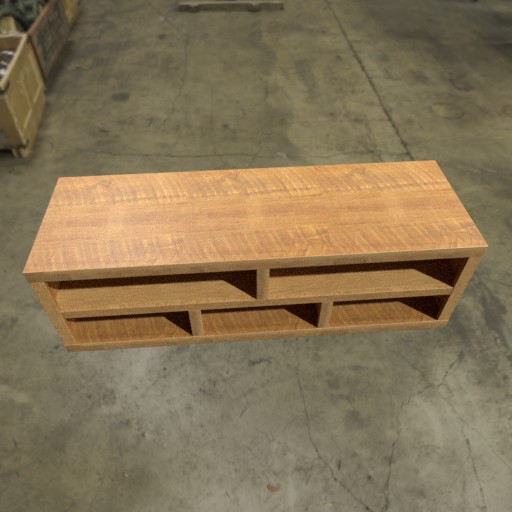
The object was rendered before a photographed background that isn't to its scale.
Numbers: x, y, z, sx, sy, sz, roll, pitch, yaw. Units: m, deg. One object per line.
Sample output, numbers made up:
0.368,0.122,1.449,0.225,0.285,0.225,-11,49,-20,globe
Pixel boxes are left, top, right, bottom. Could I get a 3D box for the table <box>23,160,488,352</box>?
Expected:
0.000,0.000,1.771,1.499,0.491,0.499,-3,46,-3,table
